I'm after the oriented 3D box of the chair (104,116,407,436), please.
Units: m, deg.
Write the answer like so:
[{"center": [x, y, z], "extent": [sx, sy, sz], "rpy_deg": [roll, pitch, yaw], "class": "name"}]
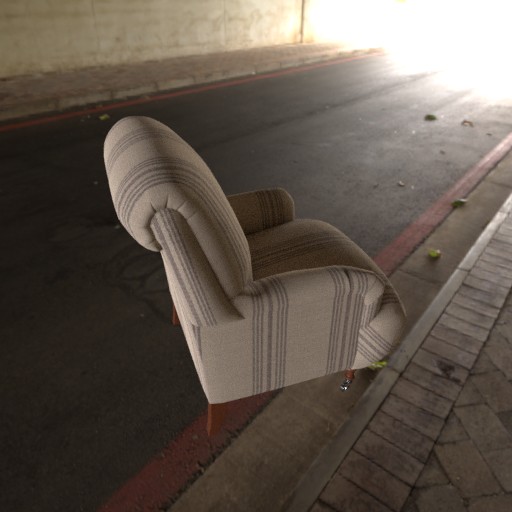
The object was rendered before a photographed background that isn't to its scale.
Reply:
[{"center": [0.000, 0.000, 1.597], "extent": [0.914, 0.940, 0.813], "rpy_deg": [-10, 32, -17], "class": "chair"}]
